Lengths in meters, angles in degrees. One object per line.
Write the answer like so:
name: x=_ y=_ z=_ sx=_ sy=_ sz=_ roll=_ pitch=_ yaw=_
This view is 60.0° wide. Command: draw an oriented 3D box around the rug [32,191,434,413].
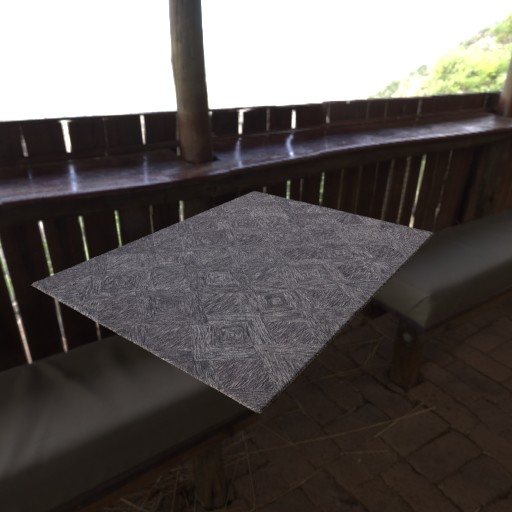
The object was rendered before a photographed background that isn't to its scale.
rug: x=0.000 y=0.000 z=4.301 sx=2.448 sy=0.017 sz=3.204 roll=18 pitch=32 yaw=32
